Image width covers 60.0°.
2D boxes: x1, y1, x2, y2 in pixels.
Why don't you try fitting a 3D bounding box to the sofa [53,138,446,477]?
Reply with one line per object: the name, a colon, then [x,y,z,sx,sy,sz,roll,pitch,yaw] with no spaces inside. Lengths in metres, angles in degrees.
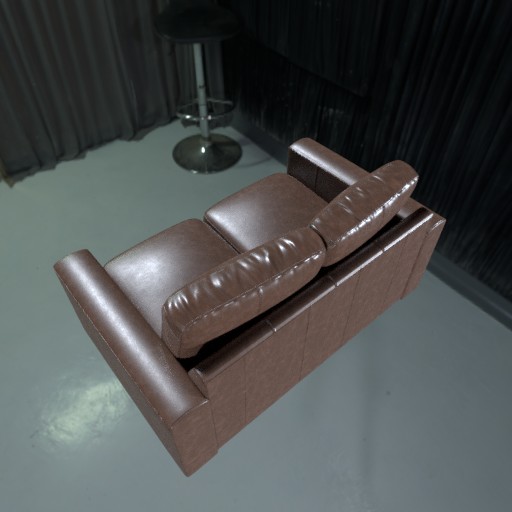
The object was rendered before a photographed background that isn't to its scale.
sofa: [0.000,0.000,2.180,1.616,0.873,1.016,-32,55,-26]
